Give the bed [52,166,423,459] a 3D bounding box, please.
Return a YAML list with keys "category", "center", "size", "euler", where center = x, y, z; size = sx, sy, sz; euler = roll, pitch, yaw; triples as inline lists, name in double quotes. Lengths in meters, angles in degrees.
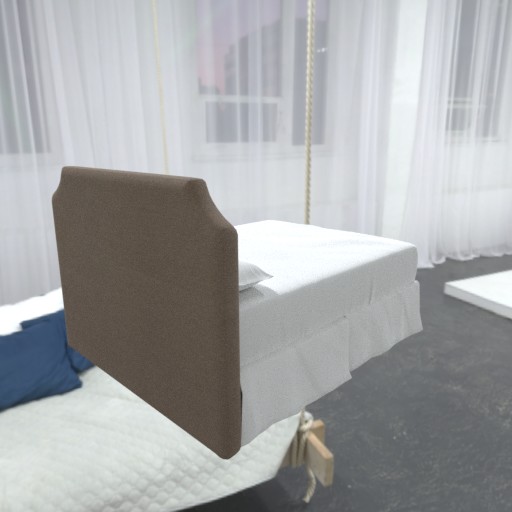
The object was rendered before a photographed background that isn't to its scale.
- category: "bed"
  center: [0.000, 0.000, 3.146]
  size: [1.693, 1.290, 2.116]
  euler: [14, 20, 43]
